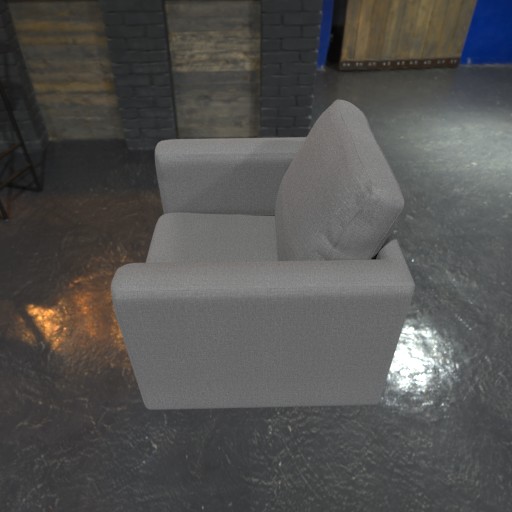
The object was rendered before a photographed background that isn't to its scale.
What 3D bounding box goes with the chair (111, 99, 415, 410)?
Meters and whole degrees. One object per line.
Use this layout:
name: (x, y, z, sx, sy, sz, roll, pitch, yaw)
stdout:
chair: (0.000, 0.000, 1.565, 0.800, 0.927, 0.854, -1, 41, -1)
